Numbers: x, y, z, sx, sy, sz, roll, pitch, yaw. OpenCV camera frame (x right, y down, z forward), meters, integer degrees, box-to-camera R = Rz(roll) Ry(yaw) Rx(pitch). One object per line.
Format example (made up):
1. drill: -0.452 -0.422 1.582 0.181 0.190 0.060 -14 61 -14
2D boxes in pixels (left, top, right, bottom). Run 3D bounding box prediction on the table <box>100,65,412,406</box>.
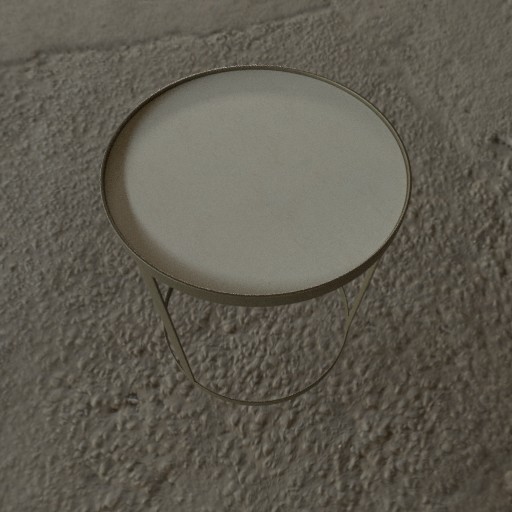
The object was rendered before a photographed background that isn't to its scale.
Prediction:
1. table: 0.000 0.000 0.931 0.480 0.565 0.480 0 58 0
